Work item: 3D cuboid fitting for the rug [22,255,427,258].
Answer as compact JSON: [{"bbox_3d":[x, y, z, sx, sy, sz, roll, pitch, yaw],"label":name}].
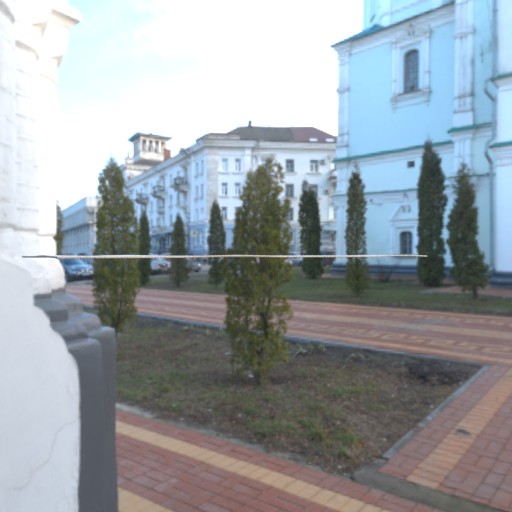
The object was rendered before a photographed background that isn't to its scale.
[{"bbox_3d":[0.000,0.000,2.704,2.439,0.013,0.762,0,0,-37],"label":"rug"}]
